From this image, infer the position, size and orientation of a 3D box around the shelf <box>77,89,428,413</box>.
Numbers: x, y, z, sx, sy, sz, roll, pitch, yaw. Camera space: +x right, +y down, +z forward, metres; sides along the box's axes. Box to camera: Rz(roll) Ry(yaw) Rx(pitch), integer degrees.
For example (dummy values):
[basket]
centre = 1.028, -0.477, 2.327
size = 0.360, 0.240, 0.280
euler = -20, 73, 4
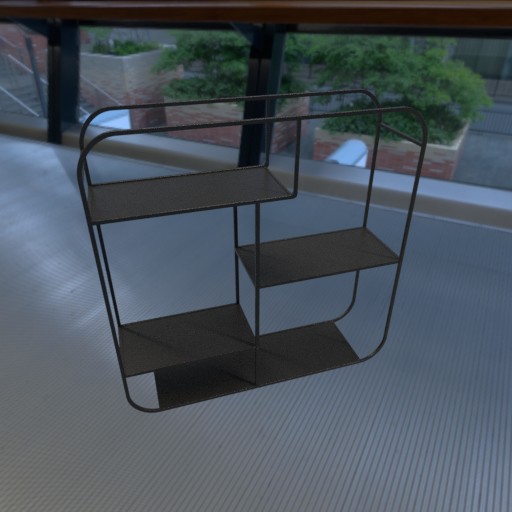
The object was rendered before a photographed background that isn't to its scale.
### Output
[shelf]
centre = 0.000, 0.000, 0.914
size = 0.600, 0.600, 0.160
euler = -9, 33, -15
